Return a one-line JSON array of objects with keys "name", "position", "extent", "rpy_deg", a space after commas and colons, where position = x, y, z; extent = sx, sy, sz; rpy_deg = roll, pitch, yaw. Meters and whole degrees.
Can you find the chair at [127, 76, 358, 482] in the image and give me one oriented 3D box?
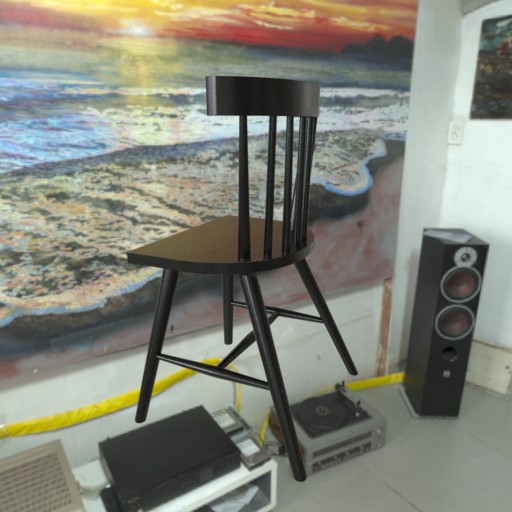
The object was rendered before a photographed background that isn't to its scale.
[{"name": "chair", "position": [0.000, 0.000, 1.168], "extent": [0.483, 0.844, 0.506], "rpy_deg": [8, 19, 25]}]
